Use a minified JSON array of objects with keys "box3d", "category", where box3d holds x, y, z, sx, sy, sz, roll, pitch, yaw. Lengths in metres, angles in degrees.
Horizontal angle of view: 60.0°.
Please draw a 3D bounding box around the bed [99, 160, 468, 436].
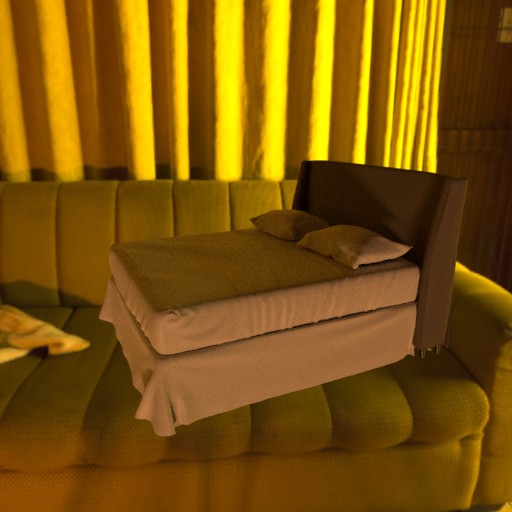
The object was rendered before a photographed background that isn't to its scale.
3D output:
[{"box3d":[0.000,0.000,3.489,2.276,1.332,1.925,-8,18,-25],"category":"bed"}]
